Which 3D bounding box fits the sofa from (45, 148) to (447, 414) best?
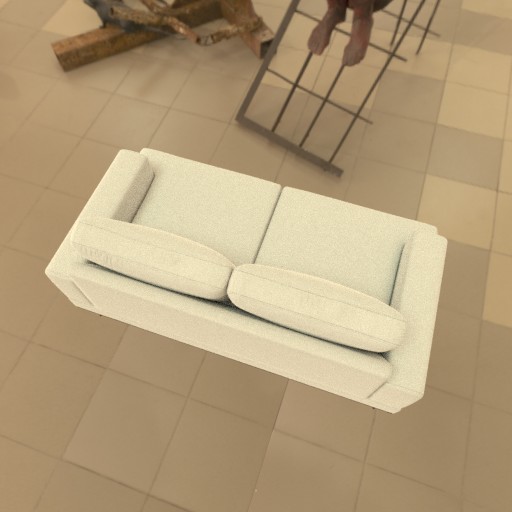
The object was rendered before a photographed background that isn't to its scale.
[{"bbox_3d":[0.000,0.000,2.135,1.650,0.810,0.920,17,63,9],"label":"sofa"}]
